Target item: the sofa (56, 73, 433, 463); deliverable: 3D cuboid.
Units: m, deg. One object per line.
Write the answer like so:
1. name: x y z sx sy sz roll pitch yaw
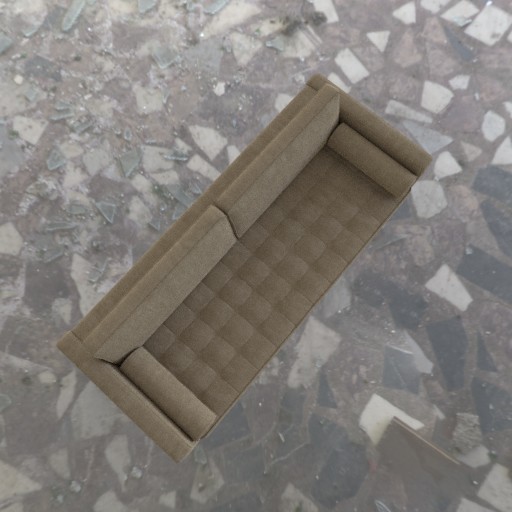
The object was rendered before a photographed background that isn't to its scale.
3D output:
1. sofa: 0.000 0.000 2.626 0.919 0.770 2.200 40 79 9
